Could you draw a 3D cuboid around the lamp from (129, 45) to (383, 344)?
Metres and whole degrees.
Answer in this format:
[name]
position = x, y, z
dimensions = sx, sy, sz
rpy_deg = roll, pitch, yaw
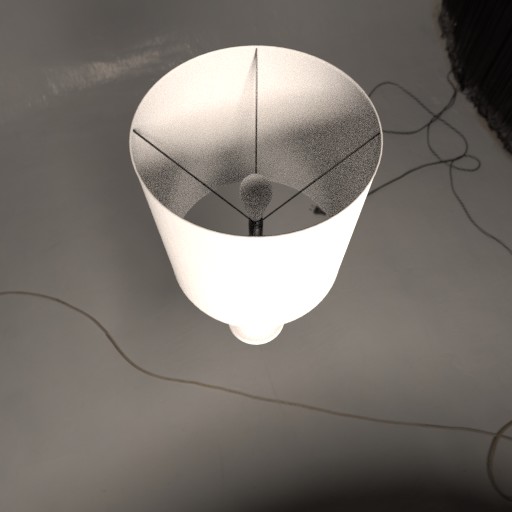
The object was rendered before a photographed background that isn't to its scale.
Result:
[lamp]
position = 0.000, 0.000, 0.569
dimensions = 0.208, 0.455, 0.208
rpy_deg = -17, 64, -9
